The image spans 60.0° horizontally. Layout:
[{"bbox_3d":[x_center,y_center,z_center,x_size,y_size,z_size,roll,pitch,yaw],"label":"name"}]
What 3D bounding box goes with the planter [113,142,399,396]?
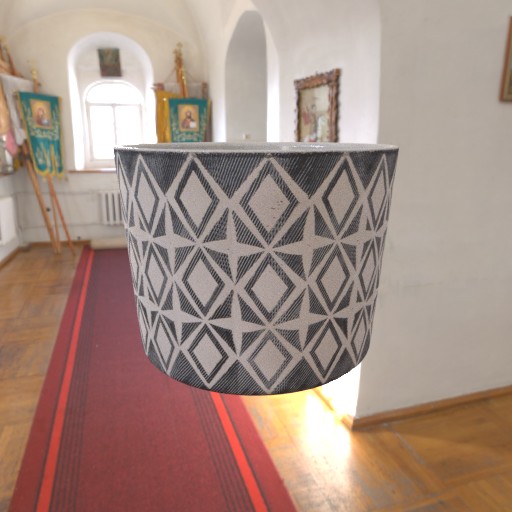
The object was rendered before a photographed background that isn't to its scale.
[{"bbox_3d":[0.000,0.000,0.451,0.260,0.220,0.260,0,16,0],"label":"planter"}]
